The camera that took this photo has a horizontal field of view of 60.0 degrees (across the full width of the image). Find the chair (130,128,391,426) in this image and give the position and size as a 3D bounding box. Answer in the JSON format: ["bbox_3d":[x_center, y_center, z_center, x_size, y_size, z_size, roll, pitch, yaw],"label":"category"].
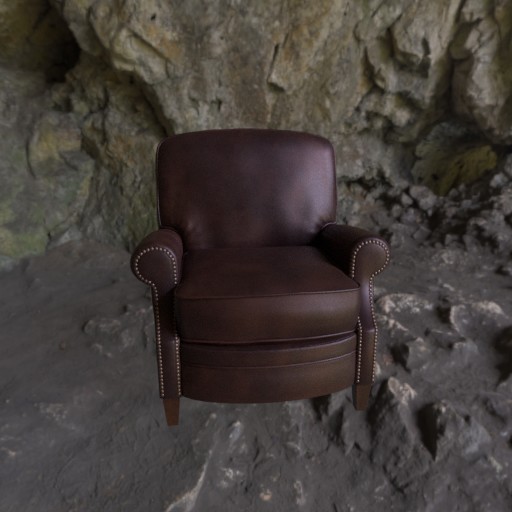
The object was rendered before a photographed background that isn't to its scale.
[{"bbox_3d":[0.000,0.000,1.838,0.936,1.018,0.986,-2,16,-7],"label":"chair"}]
